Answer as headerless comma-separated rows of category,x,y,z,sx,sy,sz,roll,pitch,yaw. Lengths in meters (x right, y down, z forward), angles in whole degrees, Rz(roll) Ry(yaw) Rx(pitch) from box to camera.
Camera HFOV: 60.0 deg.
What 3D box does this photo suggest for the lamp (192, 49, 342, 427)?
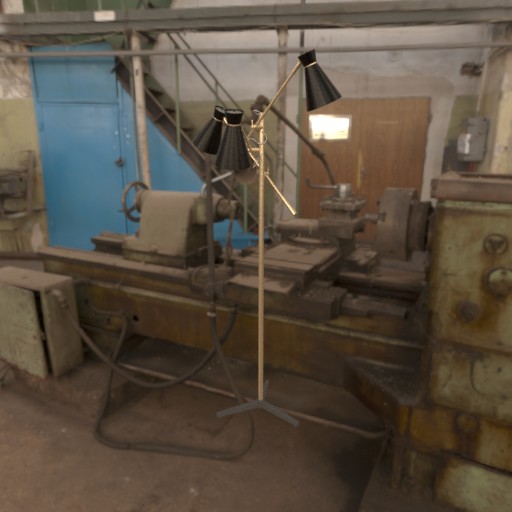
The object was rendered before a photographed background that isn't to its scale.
lamp,0.000,0.000,2.160,0.750,1.804,0.653,3,16,10
